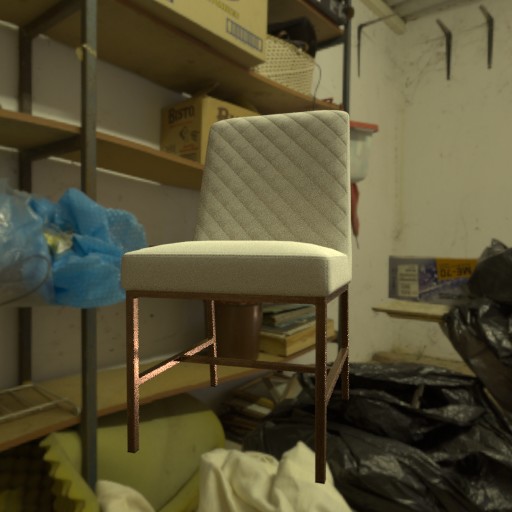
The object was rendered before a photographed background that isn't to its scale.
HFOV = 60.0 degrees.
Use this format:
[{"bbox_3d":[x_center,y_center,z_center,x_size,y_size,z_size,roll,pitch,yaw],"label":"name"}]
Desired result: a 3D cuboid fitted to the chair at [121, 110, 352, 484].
[{"bbox_3d":[0.000,0.000,1.251,0.503,0.933,0.597,1,2,17],"label":"chair"}]
